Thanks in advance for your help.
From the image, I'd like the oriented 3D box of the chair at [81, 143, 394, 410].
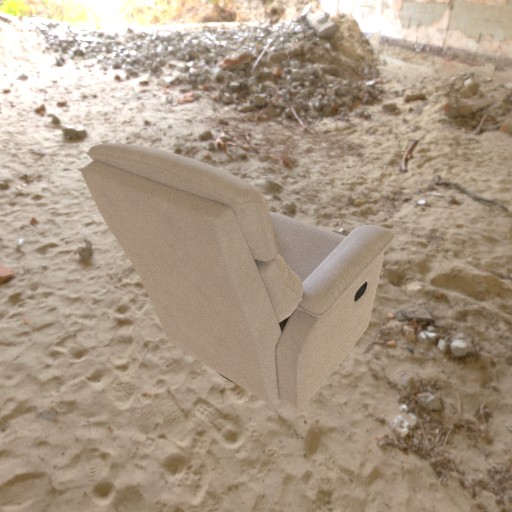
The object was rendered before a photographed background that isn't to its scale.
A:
[{"bbox_3d":[0.000,0.000,1.744,0.820,1.039,1.001,22,38,32],"label":"chair"}]
